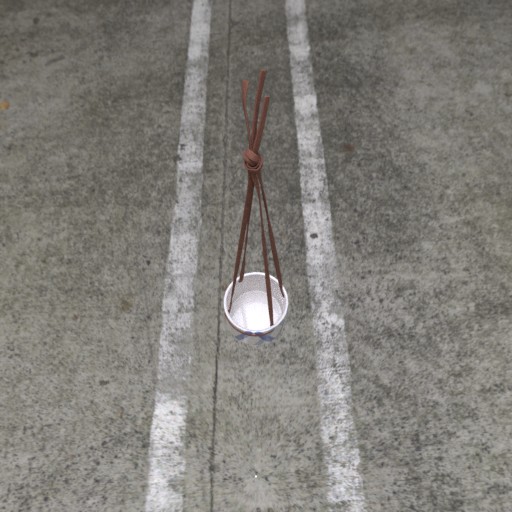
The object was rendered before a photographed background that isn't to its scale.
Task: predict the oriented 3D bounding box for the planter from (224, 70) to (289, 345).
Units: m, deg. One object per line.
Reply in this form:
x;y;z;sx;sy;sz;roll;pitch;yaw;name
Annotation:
0.000;0.000;0.822;0.153;0.753;0.157;-1;64;-1;planter
